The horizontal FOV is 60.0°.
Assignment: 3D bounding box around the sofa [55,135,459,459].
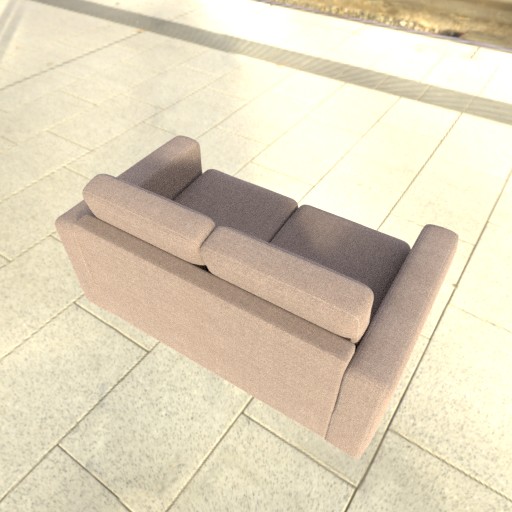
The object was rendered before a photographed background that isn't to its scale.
[{"bbox_3d":[0.000,0.000,2.004,1.520,0.800,0.900,24,50,22],"label":"sofa"}]
